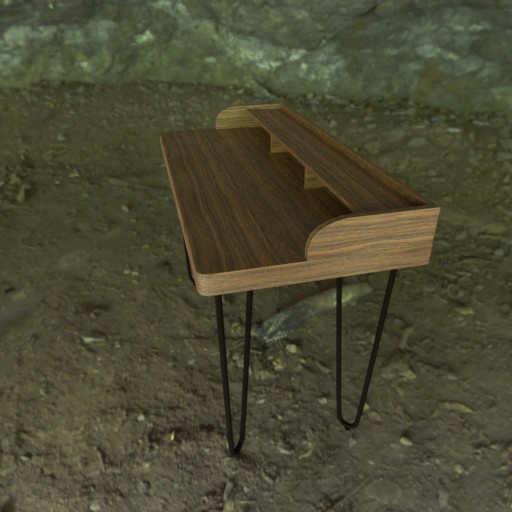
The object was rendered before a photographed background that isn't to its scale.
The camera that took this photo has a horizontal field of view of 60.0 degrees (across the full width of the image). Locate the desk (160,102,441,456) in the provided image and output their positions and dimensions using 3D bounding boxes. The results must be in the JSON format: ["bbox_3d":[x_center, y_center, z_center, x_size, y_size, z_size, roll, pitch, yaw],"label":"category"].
[{"bbox_3d":[0.000,0.000,1.667,0.565,0.854,1.200,-7,31,-12],"label":"desk"}]
